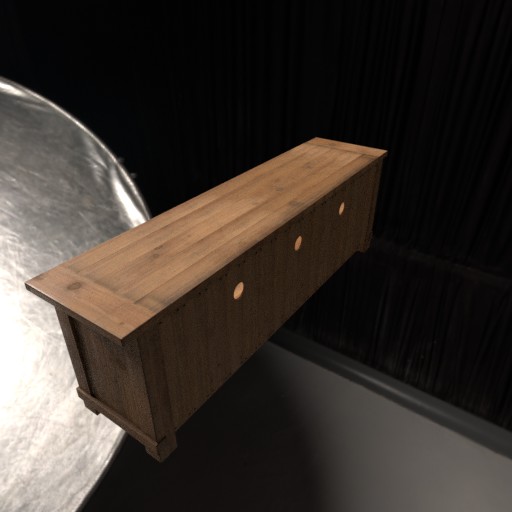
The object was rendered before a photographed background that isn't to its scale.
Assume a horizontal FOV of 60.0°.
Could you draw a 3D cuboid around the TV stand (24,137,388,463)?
[{"bbox_3d":[0.000,0.000,1.990,0.453,0.573,1.804,20,37,29],"label":"TV stand"}]
